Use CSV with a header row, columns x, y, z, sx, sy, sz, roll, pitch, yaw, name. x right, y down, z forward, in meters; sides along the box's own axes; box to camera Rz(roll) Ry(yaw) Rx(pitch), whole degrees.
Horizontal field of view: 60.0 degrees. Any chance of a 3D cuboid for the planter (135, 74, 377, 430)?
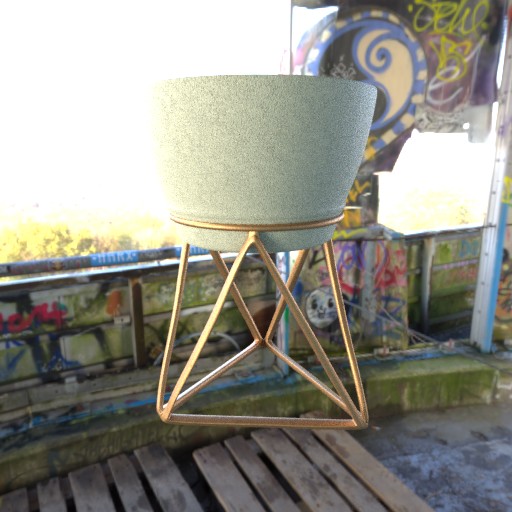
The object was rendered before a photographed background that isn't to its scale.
x,y,z,sx,sy,sz,roll,pitch,yaw,name
0.000,0.000,0.722,0.350,0.504,0.350,-7,16,-27,planter
